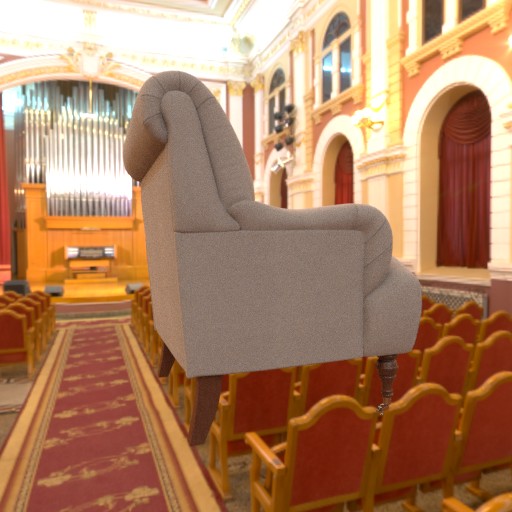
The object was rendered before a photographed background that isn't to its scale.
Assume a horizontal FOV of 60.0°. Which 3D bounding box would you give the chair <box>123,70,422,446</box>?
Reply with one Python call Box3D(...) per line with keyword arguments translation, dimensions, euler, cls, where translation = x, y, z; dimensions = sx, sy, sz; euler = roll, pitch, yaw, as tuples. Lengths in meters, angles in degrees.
Box3D(translation=(0.000, 0.000, 1.512), dimensions=(0.842, 0.942, 0.766), euler=(-1, 2, -20), cls="chair")
